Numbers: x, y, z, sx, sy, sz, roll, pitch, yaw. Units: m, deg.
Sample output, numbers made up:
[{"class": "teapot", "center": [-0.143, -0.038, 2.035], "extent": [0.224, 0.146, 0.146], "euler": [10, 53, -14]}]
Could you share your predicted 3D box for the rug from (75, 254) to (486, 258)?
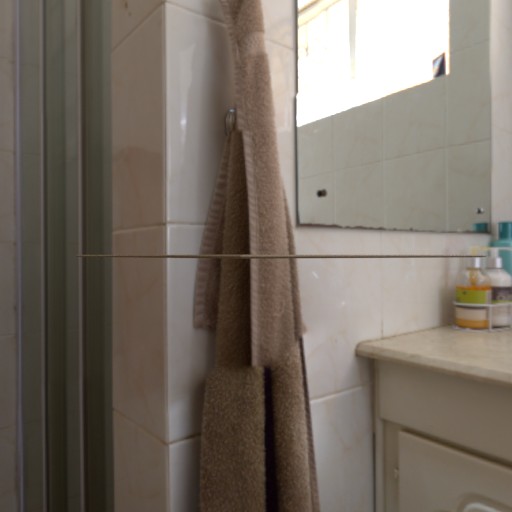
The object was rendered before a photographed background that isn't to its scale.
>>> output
[{"class": "rug", "center": [0.000, 0.000, 4.060], "extent": [2.413, 0.020, 3.041], "euler": [0, 0, -36]}]
